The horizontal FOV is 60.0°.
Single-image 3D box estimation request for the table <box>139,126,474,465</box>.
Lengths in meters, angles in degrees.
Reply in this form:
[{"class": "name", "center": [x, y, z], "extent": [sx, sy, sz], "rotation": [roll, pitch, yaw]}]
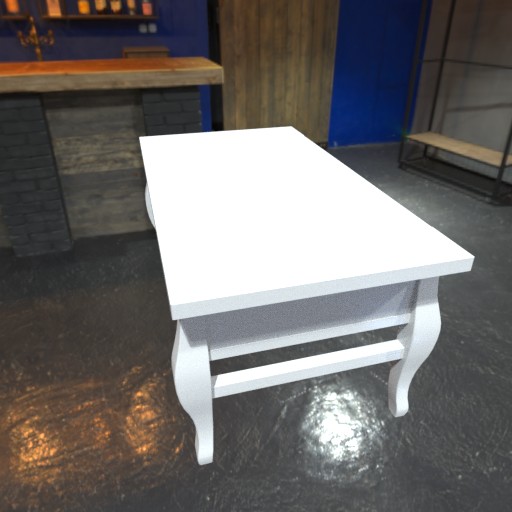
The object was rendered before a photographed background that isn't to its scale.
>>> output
[{"class": "table", "center": [0.000, 0.000, 1.356], "extent": [0.600, 0.495, 1.062], "rotation": [-8, 31, -13]}]
